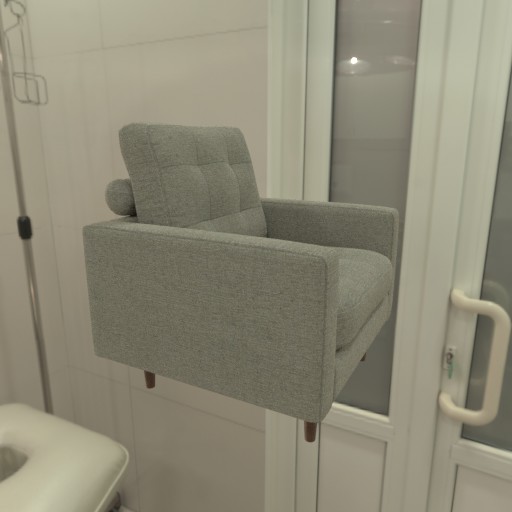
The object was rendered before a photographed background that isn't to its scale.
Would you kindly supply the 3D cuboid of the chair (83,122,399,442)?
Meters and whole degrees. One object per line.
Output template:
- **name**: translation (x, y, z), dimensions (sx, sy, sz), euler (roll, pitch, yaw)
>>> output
- **chair**: translation (0.000, 0.000, 1.533), dimensions (0.843, 0.880, 0.821), euler (8, 17, 27)
